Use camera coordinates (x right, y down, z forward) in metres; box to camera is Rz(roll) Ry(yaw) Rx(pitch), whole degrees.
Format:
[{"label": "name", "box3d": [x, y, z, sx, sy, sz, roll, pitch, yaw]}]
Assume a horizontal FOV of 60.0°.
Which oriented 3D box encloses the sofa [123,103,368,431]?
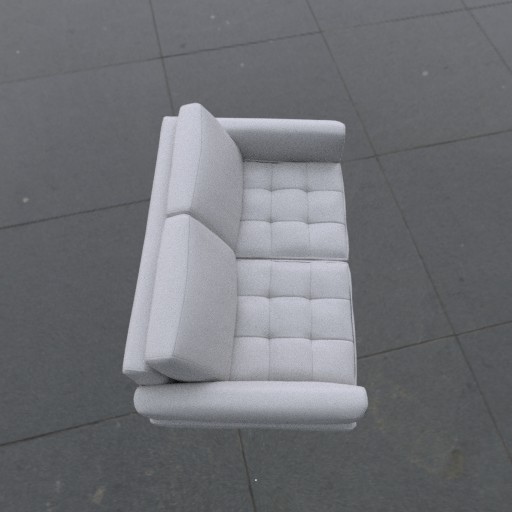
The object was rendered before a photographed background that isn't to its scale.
[{"label": "sofa", "box3d": [0.000, 0.000, 2.532, 1.121, 0.930, 1.819, 1, 63, 1]}]
